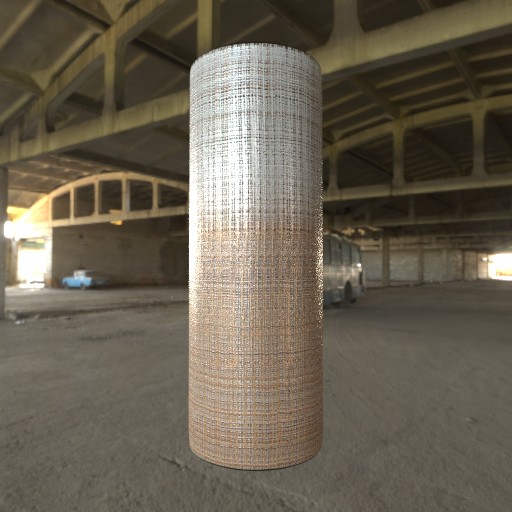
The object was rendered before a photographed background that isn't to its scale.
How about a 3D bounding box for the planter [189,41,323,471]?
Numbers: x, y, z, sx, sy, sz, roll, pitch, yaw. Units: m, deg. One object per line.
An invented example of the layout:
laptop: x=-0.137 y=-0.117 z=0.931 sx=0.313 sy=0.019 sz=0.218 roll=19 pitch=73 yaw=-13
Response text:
planter: x=0.000 y=0.000 z=0.333 sx=0.099 sy=0.278 sz=0.099 roll=-1 pitch=-2 yaw=35
